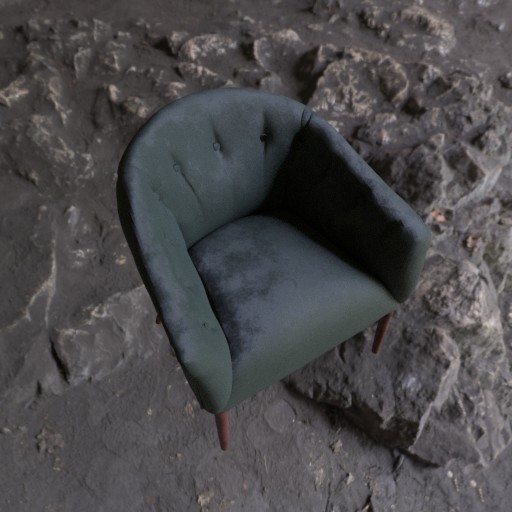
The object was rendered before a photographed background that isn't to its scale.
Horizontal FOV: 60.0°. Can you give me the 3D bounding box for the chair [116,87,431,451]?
[{"bbox_3d":[0.000,0.000,1.512,0.851,0.885,0.776,-25,51,-22],"label":"chair"}]
